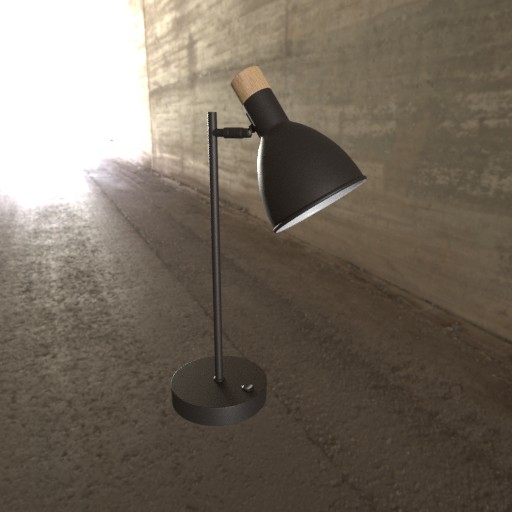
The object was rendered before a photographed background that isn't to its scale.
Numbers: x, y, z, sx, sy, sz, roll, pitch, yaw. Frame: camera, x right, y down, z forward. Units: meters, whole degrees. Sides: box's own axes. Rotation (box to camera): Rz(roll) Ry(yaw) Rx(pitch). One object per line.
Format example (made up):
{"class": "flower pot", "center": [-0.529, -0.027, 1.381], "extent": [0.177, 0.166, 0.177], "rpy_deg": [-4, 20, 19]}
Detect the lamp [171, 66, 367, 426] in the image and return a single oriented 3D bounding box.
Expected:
{"class": "lamp", "center": [0.000, 0.000, 0.609], "extent": [0.287, 0.483, 0.152], "rpy_deg": [9, 19, 28]}
